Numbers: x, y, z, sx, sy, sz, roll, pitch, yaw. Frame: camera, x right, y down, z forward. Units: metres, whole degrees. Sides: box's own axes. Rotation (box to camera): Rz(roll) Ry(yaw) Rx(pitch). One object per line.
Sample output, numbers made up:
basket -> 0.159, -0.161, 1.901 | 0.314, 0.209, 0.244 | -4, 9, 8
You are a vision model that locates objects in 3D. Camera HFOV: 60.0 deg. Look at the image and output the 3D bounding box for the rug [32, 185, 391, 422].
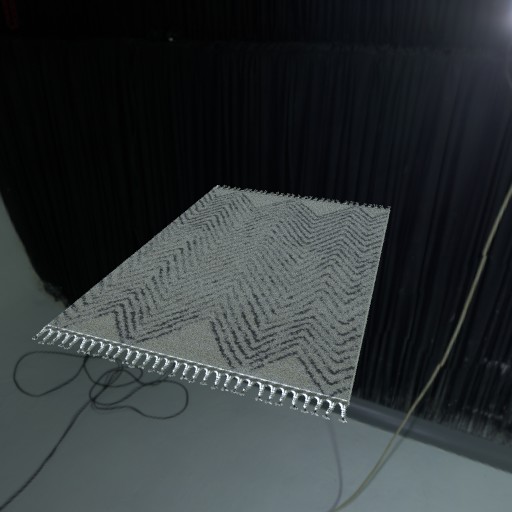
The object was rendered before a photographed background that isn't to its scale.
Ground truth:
rug -> 0.000, 0.000, 2.304 | 1.230, 0.014, 1.847 | 10, 31, 17
